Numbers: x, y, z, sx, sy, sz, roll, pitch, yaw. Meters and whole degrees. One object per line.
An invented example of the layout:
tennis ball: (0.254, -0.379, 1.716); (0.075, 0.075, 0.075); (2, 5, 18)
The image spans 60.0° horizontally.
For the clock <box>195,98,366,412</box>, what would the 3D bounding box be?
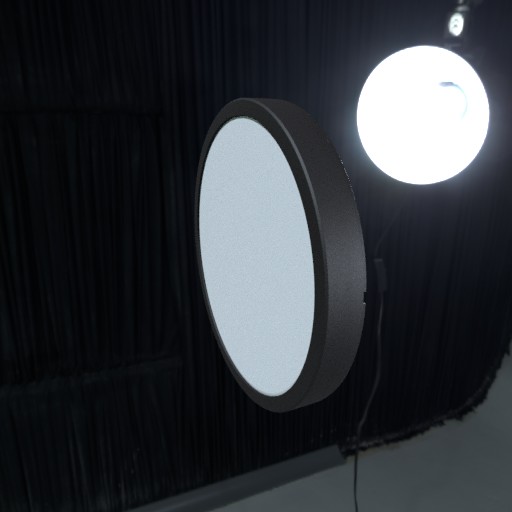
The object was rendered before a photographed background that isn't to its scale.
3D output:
clock: (0.000, 0.000, 0.437); (0.040, 0.293, 0.293); (-8, 18, -24)
